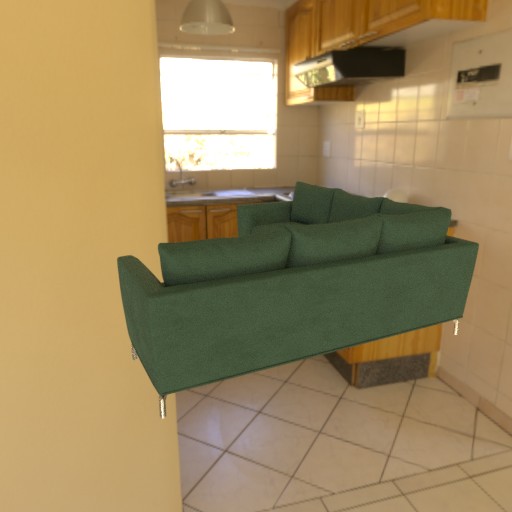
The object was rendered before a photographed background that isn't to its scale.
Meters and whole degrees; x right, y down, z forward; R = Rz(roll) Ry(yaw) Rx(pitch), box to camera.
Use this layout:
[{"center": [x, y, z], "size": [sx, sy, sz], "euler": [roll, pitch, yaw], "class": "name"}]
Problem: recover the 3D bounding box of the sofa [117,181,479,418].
[{"center": [0.000, 0.000, 3.841], "size": [2.452, 1.004, 2.468], "euler": [-8, 17, -26], "class": "sofa"}]
